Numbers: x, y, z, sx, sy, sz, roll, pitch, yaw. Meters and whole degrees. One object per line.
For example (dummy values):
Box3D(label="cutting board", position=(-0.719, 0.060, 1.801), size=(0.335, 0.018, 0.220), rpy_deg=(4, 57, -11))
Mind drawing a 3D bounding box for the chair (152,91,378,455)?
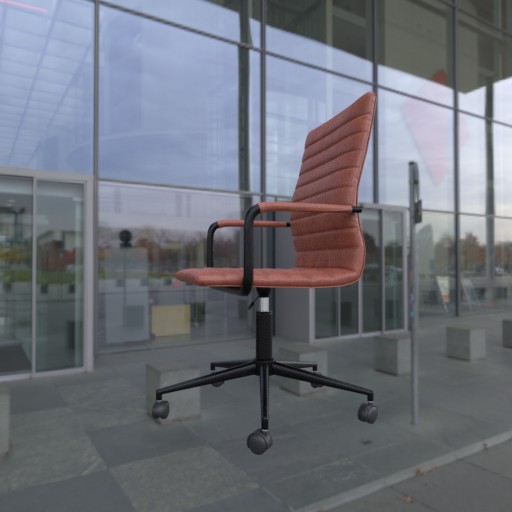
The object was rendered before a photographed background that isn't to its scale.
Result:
Box3D(label="chair", position=(0.000, 0.000, 1.269), size=(0.578, 0.878, 0.600), rpy_deg=(0, -1, -17))
